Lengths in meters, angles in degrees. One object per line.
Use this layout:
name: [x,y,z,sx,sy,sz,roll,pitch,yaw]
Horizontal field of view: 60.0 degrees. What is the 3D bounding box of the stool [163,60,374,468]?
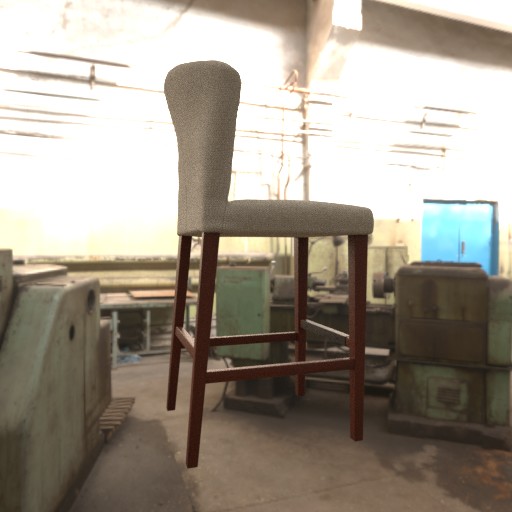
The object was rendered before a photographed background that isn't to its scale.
stool: [0.000,0.000,1.402,0.568,1.069,0.481,0,1,-18]
